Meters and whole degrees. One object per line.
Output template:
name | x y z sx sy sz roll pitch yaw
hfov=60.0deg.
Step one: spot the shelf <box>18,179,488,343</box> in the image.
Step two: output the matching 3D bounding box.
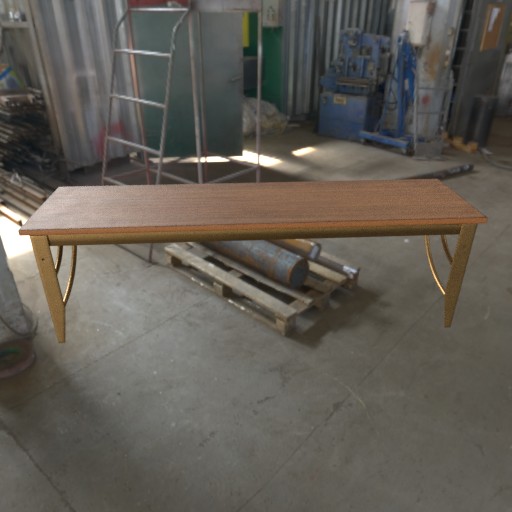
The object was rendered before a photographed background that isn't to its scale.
shelf | 0.000 0.000 0.716 0.636 0.190 0.166 -2 29 -3
